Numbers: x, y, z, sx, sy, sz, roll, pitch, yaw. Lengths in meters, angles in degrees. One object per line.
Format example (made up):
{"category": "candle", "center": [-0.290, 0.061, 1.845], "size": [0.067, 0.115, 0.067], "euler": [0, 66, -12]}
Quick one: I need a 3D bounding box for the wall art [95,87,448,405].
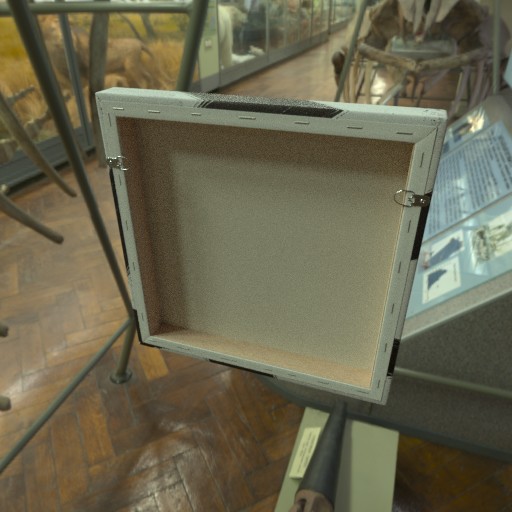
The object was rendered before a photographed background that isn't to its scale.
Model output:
{"category": "wall art", "center": [0.000, 0.000, 0.751], "size": [0.507, 0.508, 0.050], "euler": [10, 32, 16]}
